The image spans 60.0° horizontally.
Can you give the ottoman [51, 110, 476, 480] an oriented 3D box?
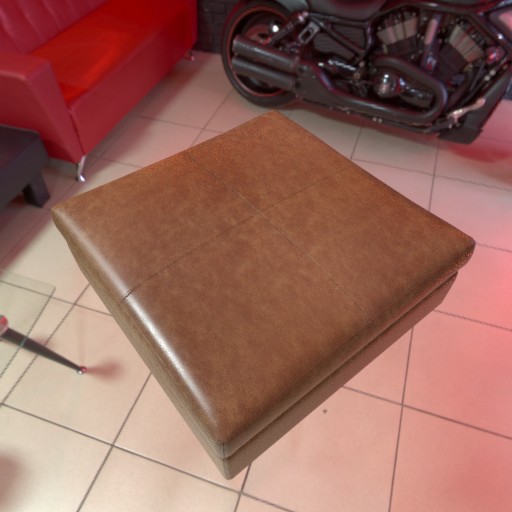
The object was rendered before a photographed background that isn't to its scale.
[{"bbox_3d":[0.000,0.000,1.807,1.169,0.483,1.168,-31,56,-24],"label":"ottoman"}]
